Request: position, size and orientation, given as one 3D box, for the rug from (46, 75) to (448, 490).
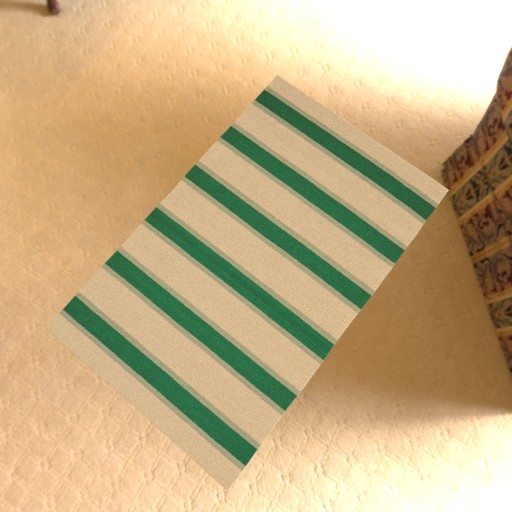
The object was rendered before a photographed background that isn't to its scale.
[{"bbox_3d":[0.000,0.000,2.970,1.521,0.015,2.436,37,78,10],"label":"rug"}]
